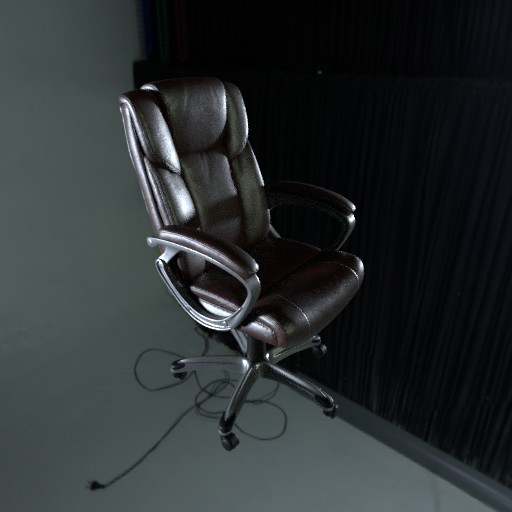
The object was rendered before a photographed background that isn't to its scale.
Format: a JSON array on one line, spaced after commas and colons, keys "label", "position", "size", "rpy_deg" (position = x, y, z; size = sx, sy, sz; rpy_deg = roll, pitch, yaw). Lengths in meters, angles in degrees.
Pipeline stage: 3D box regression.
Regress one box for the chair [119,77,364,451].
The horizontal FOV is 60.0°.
[{"label": "chair", "position": [0.000, 0.000, 1.539], "size": [0.692, 1.128, 0.656], "rpy_deg": [18, 31, 32]}]
